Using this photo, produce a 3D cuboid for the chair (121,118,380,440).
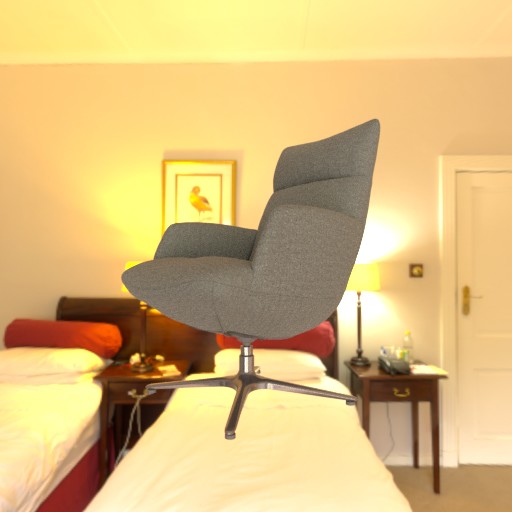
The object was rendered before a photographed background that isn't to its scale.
[{"bbox_3d":[0.000,0.000,1.567,0.831,0.984,0.702,1,-1,-36],"label":"chair"}]
